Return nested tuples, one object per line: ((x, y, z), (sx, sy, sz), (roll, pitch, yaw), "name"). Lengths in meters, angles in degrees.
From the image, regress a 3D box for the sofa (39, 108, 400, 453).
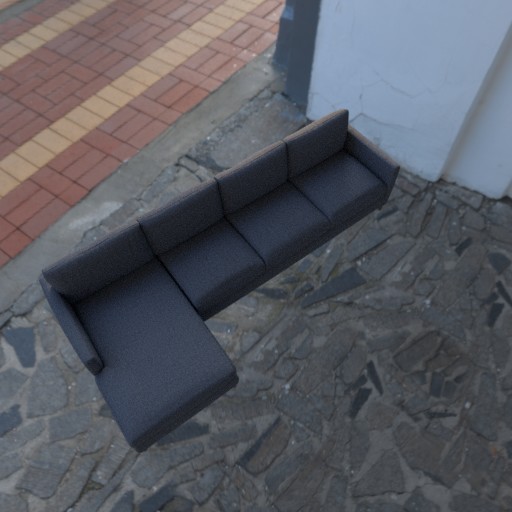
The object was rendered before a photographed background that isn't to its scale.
((0.000, 0.000, 2.904), (2.445, 0.673, 1.125), (-32, 63, -19), "sofa")
